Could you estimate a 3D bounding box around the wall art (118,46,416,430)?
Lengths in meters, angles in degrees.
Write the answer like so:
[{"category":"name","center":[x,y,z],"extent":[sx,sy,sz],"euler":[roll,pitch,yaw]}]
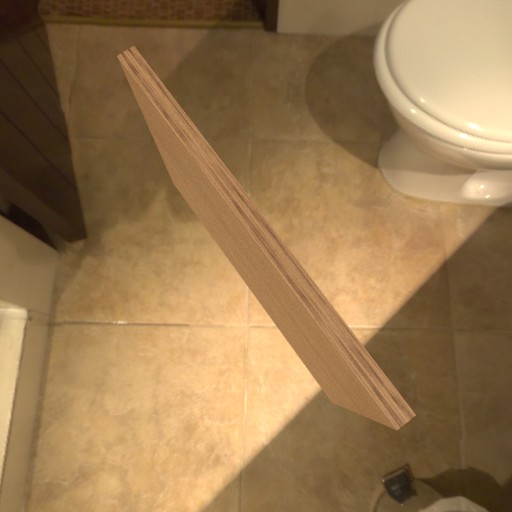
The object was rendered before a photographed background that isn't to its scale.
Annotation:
[{"category":"wall art","center":[0.000,0.000,1.077],"extent":[0.063,0.609,0.841],"euler":[-35,78,-8]}]
